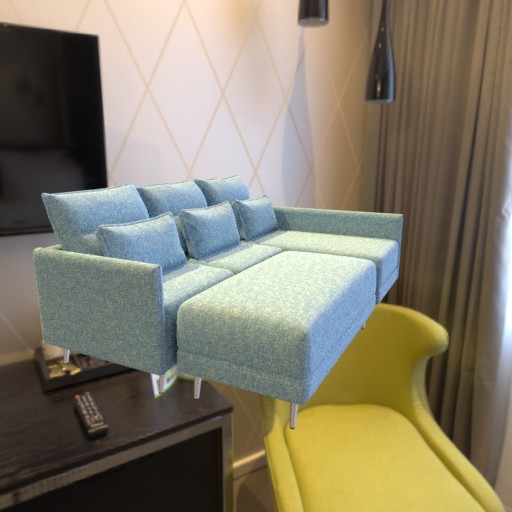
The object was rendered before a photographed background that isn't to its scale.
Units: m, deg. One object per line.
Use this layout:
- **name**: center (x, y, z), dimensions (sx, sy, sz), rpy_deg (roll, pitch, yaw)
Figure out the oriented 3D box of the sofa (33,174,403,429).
- **sofa**: center (0.000, 0.000, 2.757), dimensions (1.420, 0.899, 2.034), rpy_deg (7, 15, 26)
